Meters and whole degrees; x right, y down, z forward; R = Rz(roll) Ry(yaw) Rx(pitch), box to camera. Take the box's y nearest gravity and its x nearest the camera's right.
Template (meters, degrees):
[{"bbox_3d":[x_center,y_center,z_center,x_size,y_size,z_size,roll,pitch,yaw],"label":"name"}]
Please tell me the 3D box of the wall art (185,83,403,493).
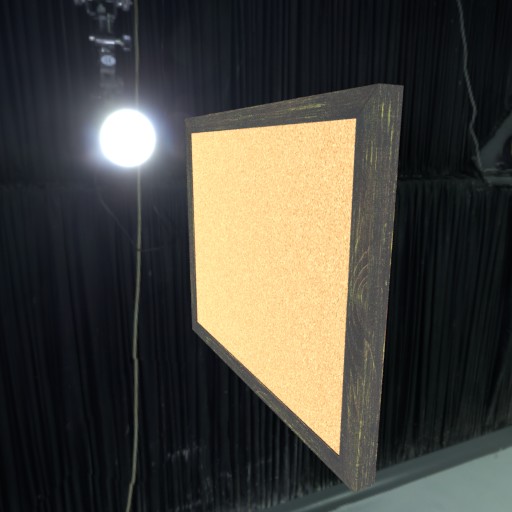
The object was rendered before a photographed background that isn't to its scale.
[{"bbox_3d":[0.000,0.000,0.719,0.032,0.457,0.558,-7,15,-27],"label":"wall art"}]
